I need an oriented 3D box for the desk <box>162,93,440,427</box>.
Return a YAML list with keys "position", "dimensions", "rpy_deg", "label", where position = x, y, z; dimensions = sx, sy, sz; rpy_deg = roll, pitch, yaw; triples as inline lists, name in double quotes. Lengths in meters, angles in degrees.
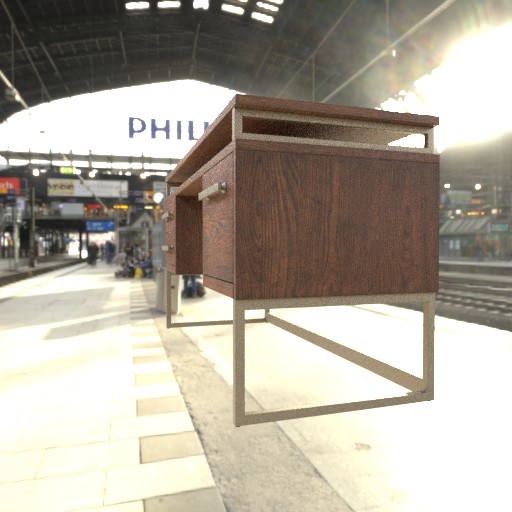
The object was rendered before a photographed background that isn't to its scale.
- position: [0.000, 0.000, 1.786]
  dimensions: [0.610, 0.792, 1.384]
  rpy_deg: [0, 1, -18]
  label: "desk"
